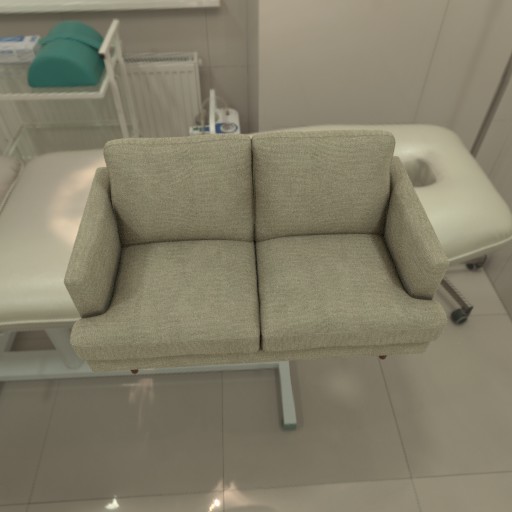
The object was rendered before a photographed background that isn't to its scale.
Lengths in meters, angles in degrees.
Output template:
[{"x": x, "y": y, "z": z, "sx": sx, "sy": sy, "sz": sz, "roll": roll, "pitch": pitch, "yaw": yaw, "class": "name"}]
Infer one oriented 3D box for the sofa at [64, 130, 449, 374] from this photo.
[{"x": 0.000, "y": 0.000, "z": 2.115, "sx": 1.582, "sy": 0.944, "sz": 0.903, "roll": -3, "pitch": 48, "yaw": -2, "class": "sofa"}]
